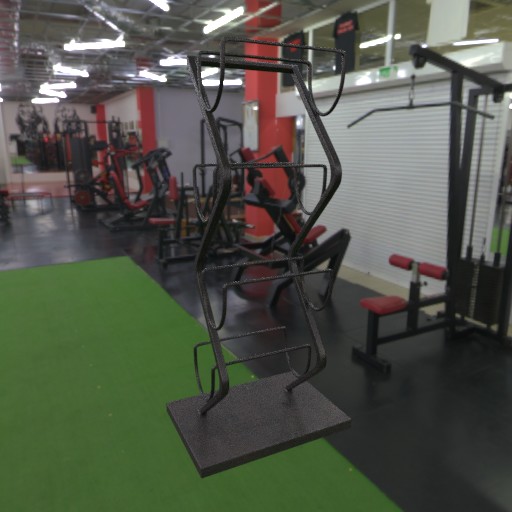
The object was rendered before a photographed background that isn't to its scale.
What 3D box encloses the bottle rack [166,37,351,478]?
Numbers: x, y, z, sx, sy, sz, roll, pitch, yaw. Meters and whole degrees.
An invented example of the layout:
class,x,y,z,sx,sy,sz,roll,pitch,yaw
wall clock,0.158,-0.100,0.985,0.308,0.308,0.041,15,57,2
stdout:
class,x,y,z,sx,sy,sz,roll,pitch,yaw
bottle rack,0.000,0.000,0.668,0.254,0.559,0.178,-7,15,-25
